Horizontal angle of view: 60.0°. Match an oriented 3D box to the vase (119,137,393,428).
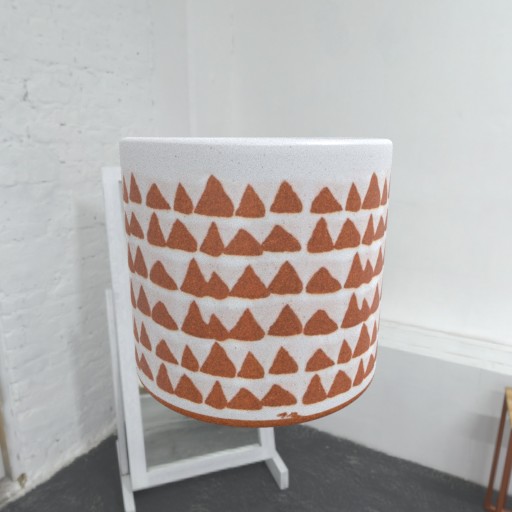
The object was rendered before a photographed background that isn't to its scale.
[{"bbox_3d":[0.000,0.000,0.246,0.137,0.127,0.137,0,15,0],"label":"vase"}]
